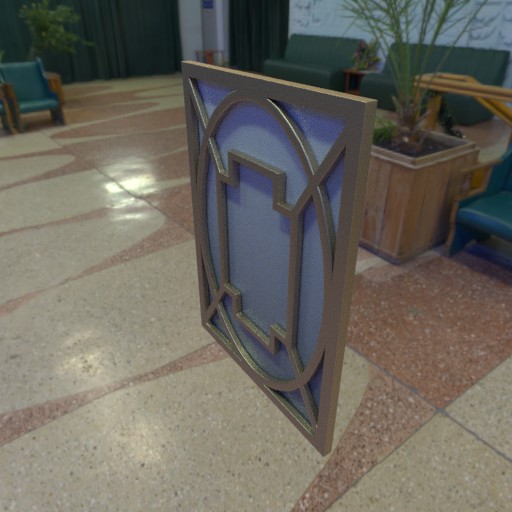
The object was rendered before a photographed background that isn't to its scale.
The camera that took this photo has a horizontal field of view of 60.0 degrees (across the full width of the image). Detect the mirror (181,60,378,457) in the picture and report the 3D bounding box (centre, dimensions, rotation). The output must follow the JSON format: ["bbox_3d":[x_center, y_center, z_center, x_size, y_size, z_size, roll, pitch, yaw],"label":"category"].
[{"bbox_3d":[0.000,0.000,1.347,0.032,1.023,0.756,-19,35,-30],"label":"mirror"}]
